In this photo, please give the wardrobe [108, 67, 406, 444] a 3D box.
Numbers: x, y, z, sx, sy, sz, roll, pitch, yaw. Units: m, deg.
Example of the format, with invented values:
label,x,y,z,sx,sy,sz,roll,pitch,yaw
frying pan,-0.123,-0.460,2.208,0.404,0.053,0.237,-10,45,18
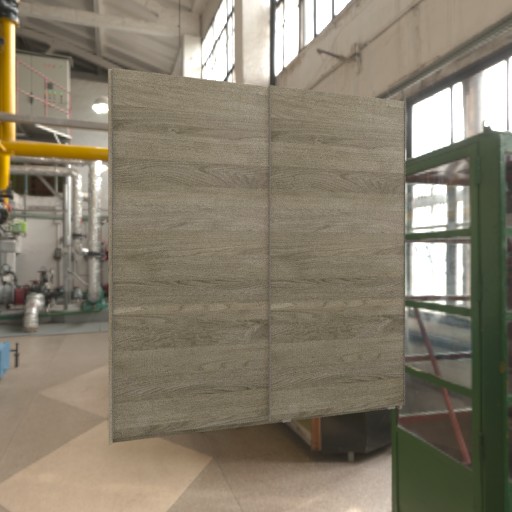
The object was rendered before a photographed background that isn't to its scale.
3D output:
label,x,y,z,sx,sy,sz,roll,pitch,yaw
wardrobe,0.000,0.000,2.831,1.780,1.960,0.629,0,0,-18
